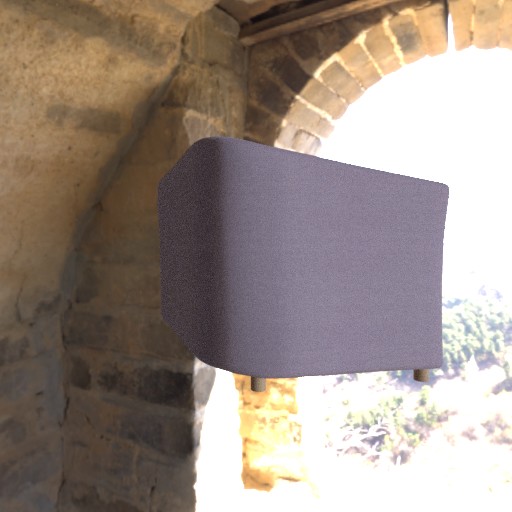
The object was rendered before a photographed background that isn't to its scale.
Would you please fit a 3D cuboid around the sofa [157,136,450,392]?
[{"bbox_3d":[0.000,0.000,1.850,0.705,0.721,1.452,0,1,-19],"label":"sofa"}]
